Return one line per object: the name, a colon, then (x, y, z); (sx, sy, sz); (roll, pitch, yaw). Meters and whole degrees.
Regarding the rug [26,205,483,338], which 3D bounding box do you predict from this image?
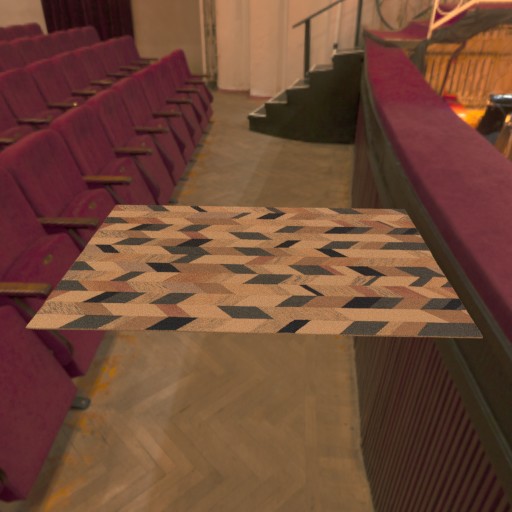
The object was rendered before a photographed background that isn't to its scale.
rug: (0.000, 0.000, 2.265); (1.813, 0.006, 1.202); (1, 31, 2)
